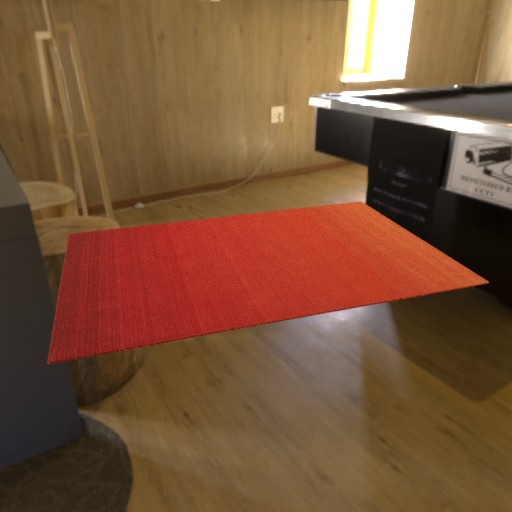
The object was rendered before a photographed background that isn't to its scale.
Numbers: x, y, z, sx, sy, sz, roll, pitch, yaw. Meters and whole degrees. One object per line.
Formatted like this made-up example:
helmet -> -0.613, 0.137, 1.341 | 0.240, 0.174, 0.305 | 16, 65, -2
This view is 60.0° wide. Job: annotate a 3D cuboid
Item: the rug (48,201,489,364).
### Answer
rug -> 0.000, 0.000, 2.966 | 2.442, 0.010, 1.531 | -8, 27, -16
